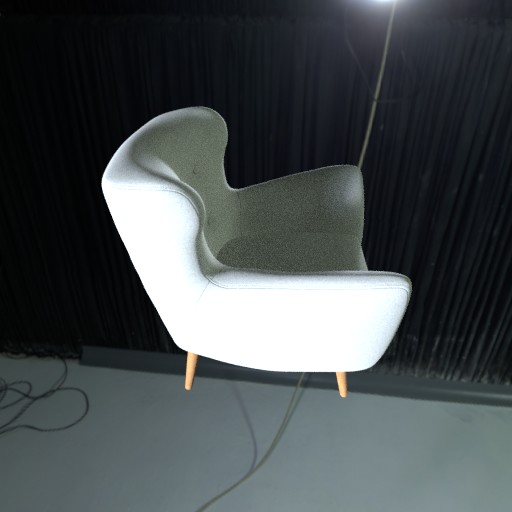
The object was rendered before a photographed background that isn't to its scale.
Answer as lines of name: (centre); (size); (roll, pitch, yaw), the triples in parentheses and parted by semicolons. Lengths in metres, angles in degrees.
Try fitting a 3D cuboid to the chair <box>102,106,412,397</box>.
chair: (0.000, 0.000, 1.619); (0.889, 0.889, 0.890); (1, 32, 2)
